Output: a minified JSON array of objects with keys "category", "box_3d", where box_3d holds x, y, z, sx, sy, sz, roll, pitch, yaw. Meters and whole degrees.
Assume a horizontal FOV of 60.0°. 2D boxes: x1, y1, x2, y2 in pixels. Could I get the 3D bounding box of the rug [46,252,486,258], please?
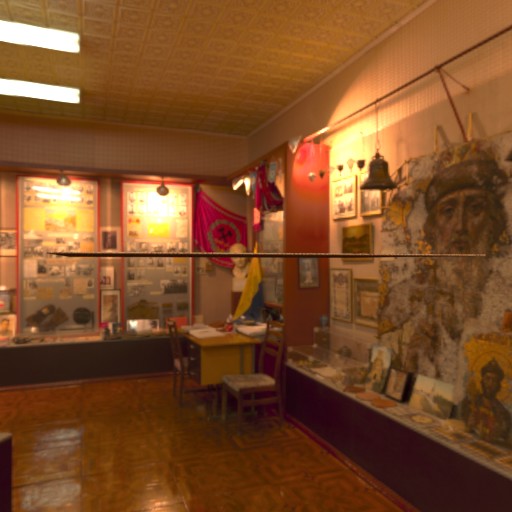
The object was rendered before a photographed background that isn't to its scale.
[{"category":"rug","box_3d":[0.000,0.000,3.000,2.428,0.007,1.519,0,-1,-20]}]
